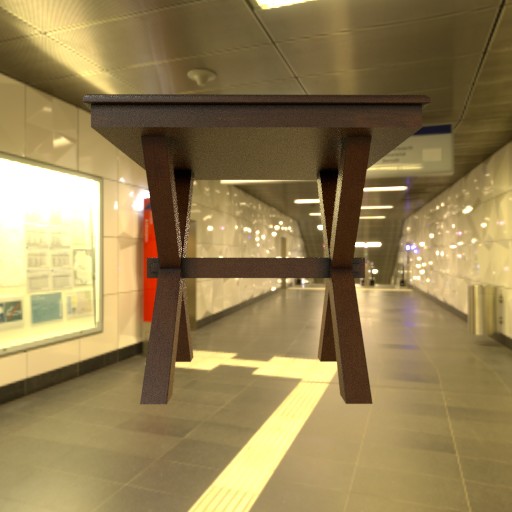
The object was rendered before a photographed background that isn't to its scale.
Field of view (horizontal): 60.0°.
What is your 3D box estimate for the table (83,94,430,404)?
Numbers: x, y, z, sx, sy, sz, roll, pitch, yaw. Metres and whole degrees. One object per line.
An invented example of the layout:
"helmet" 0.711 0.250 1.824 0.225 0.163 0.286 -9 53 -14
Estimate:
"table" 0.000 0.000 1.048 0.602 0.562 0.560 0 0 0
